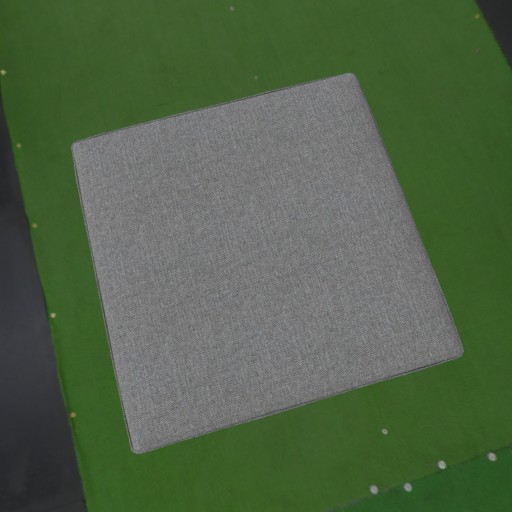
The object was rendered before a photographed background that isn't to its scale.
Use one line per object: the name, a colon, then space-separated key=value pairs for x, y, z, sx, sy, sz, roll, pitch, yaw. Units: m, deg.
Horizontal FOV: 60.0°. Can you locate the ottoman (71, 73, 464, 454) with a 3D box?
ottoman: x=0.000 y=0.000 z=1.544 sx=1.017 sy=0.423 sz=1.023 roll=-15 pitch=76 yaw=-4
